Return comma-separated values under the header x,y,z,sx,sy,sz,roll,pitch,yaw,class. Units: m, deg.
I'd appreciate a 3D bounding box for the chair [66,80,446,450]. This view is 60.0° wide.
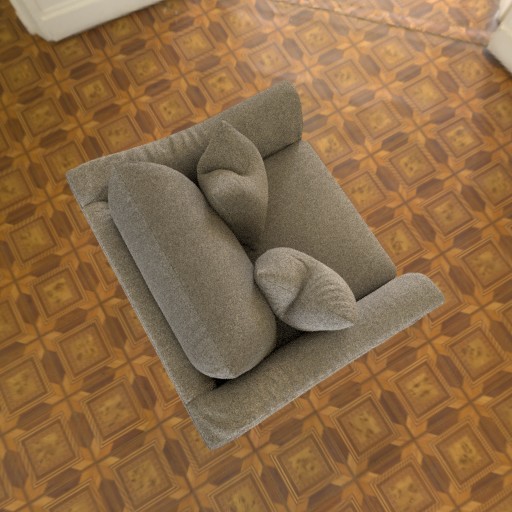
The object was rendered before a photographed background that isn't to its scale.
x,y,z,sx,sy,sz,roll,pitch,yaw,class
0.000,0.000,1.997,1.071,1.059,1.194,-30,76,-8,chair
